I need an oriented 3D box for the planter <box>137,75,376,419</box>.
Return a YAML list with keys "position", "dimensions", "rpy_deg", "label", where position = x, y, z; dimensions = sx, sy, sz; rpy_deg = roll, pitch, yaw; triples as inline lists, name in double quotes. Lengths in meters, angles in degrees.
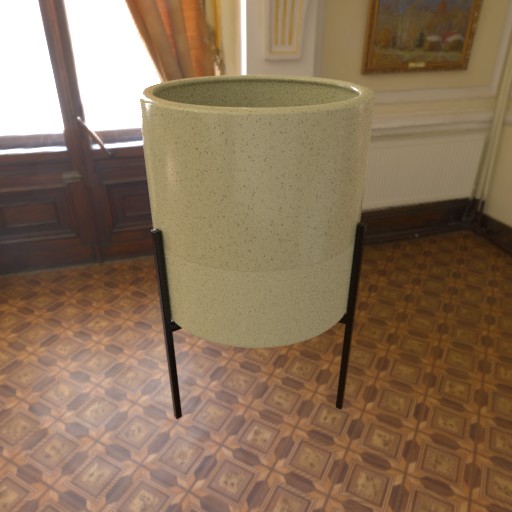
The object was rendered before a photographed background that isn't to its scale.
- position: [0.000, 0.000, 0.543]
  dimensions: [0.234, 0.390, 0.243]
  rpy_deg: [-2, 29, -4]
  label: "planter"
